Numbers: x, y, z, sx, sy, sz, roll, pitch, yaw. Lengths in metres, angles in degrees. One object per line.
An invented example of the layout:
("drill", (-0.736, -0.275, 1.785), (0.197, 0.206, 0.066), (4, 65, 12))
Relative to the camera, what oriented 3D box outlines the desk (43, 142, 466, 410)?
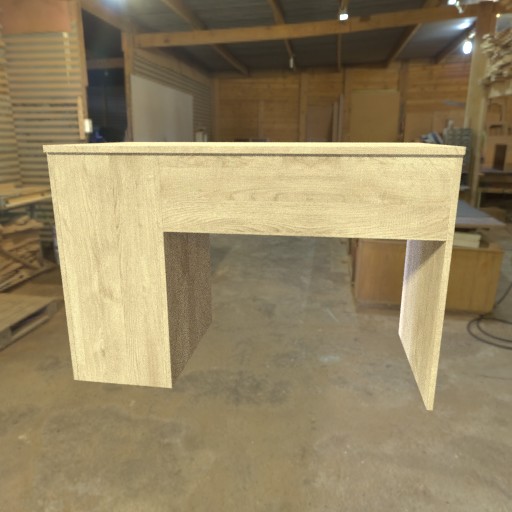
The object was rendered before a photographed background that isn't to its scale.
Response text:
("desk", (0.000, 0.000, 1.499), (1.097, 0.735, 0.560), (2, 15, 8))
